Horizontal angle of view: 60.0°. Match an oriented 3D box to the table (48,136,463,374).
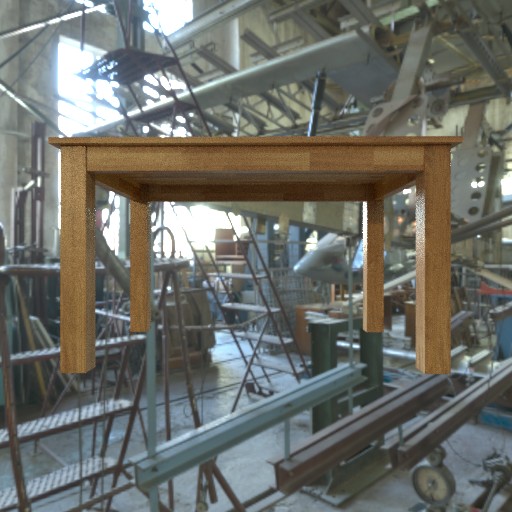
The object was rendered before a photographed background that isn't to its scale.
[{"bbox_3d":[0.000,0.000,1.840,1.300,0.750,0.900,0,0,1],"label":"table"}]
